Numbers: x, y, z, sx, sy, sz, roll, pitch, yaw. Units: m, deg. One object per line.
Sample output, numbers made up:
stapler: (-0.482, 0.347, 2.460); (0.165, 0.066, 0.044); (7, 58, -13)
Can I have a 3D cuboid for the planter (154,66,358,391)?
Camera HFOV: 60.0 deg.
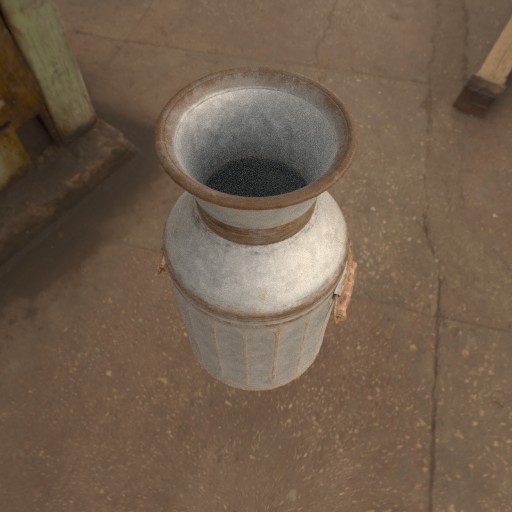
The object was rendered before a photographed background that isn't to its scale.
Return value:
planter: (0.000, 0.000, 0.536); (0.245, 0.396, 0.214); (15, 58, 9)
